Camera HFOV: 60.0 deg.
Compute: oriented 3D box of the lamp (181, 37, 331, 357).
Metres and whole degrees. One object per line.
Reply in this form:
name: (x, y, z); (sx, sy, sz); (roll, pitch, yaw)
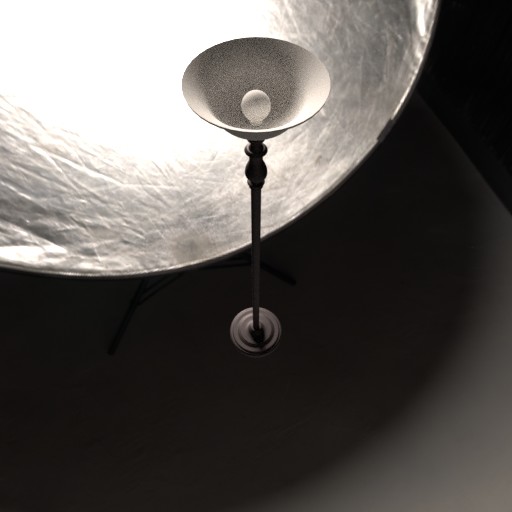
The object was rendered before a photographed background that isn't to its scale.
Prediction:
lamp: (0.000, 0.000, 1.965); (0.405, 1.797, 0.405); (-16, 59, -10)
